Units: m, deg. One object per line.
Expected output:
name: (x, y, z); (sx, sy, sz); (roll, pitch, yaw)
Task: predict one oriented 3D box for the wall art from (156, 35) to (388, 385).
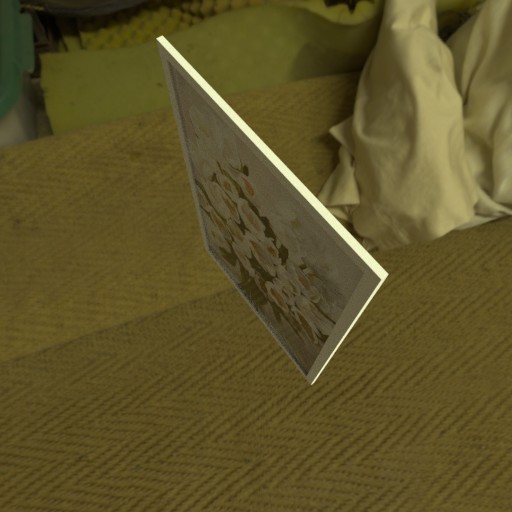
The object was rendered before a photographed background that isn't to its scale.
wall art: (0.000, 0.000, 1.226); (0.015, 0.965, 0.660); (-34, 69, -15)
